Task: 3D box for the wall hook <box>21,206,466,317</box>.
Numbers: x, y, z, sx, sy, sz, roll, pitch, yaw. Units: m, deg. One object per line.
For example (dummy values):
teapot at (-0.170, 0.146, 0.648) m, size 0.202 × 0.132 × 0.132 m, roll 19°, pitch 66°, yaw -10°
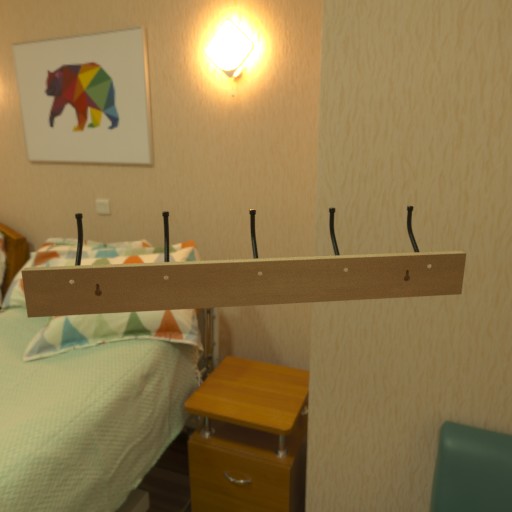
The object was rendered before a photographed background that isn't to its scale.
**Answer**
wall hook at (0.000, 0.000, 0.599) m, size 0.571 × 0.117 × 0.071 m, roll -2°, pitch 15°, yaw -8°
